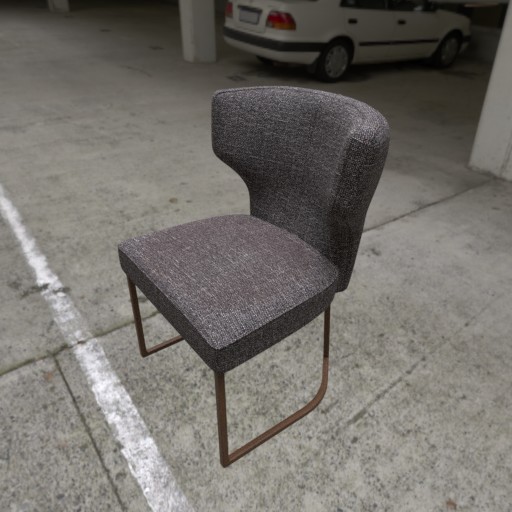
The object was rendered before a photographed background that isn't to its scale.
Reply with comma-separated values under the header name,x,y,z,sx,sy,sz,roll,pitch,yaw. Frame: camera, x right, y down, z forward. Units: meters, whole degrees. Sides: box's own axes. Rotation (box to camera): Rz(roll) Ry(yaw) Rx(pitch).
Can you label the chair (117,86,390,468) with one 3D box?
name,x,y,z,sx,sy,sz,roll,pitch,yaw
chair,0.000,0.000,1.258,0.617,0.824,0.611,-21,36,-31
